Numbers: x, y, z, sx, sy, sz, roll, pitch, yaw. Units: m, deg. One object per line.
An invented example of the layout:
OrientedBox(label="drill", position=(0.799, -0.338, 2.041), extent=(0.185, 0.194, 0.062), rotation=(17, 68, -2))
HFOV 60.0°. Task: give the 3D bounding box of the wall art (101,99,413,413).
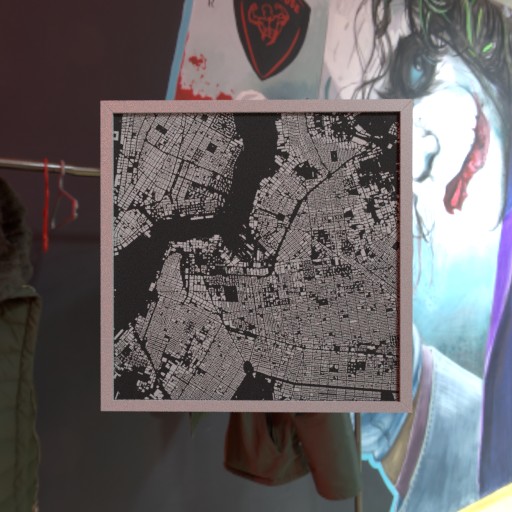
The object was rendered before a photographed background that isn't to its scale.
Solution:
OrientedBox(label="wall art", position=(0.000, 0.000, 0.737), extent=(0.506, 0.506, 0.038), rotation=(0, 0, 1))
